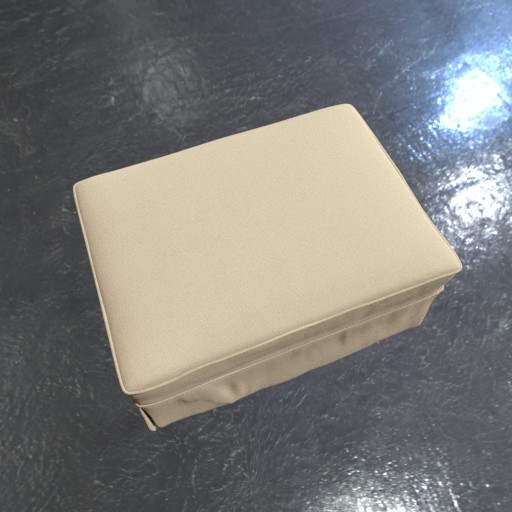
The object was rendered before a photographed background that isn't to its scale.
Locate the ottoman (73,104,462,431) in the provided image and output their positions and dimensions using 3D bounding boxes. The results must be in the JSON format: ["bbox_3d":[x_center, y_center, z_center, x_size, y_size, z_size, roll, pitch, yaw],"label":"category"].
[{"bbox_3d":[0.000,0.000,1.373,0.959,0.482,0.721,-19,64,-10],"label":"ottoman"}]
